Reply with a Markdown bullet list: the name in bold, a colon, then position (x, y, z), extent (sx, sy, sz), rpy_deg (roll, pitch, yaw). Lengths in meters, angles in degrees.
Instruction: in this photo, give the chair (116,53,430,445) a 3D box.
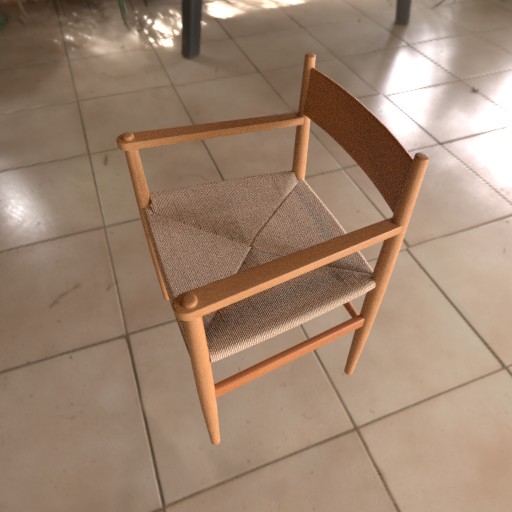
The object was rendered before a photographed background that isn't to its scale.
- **chair**: position (0.000, 0.000, 1.114), extent (0.495, 0.762, 0.556), rpy_deg (-17, 50, -15)
